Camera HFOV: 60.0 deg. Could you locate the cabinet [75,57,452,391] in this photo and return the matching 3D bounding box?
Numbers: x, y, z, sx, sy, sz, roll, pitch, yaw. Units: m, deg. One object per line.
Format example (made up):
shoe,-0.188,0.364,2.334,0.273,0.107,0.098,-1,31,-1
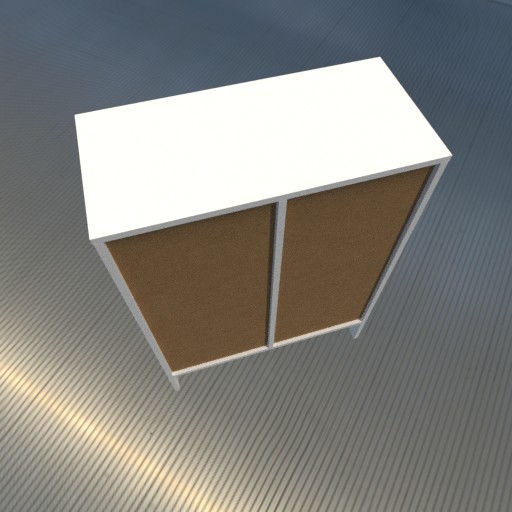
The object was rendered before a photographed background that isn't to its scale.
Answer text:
cabinet,0.000,0.000,1.119,0.600,0.815,0.296,-14,59,-9
